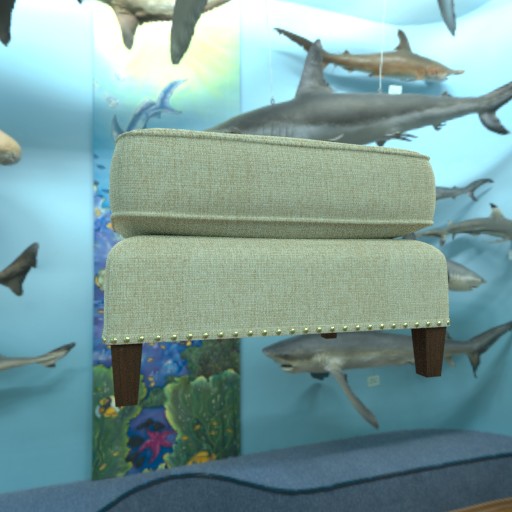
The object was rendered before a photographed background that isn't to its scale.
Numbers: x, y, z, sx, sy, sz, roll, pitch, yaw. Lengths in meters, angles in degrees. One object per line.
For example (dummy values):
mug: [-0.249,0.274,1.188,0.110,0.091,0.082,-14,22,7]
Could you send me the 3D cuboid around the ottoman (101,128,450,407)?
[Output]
ottoman: [0.000,0.000,1.147,0.738,0.537,0.589,0,0,-17]
